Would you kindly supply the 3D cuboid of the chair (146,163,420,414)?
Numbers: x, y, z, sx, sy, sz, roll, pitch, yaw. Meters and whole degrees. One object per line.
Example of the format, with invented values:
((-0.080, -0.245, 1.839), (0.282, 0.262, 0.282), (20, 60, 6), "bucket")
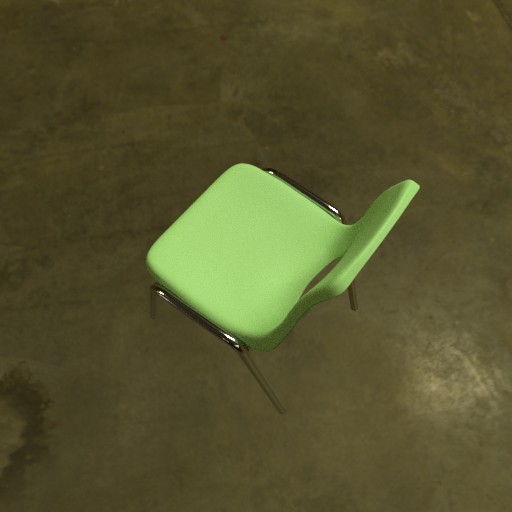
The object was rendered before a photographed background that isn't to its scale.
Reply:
((0.000, 0.000, 0.916), (0.436, 0.653, 0.381), (34, 68, 16), "chair")
